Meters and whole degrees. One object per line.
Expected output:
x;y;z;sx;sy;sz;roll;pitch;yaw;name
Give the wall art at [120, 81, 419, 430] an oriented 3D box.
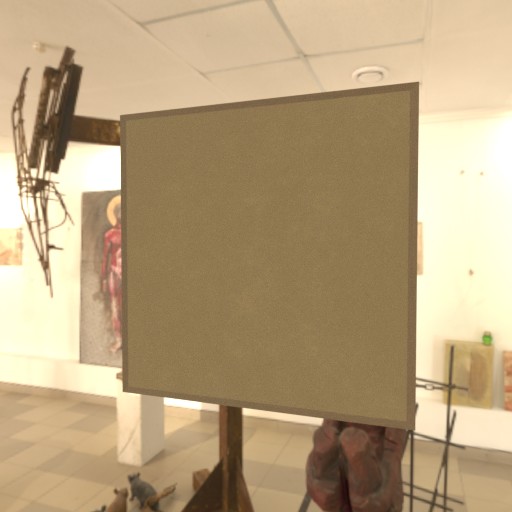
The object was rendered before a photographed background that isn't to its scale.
0.000;0.000;0.744;0.508;0.506;0.038;1;2;19;wall art
